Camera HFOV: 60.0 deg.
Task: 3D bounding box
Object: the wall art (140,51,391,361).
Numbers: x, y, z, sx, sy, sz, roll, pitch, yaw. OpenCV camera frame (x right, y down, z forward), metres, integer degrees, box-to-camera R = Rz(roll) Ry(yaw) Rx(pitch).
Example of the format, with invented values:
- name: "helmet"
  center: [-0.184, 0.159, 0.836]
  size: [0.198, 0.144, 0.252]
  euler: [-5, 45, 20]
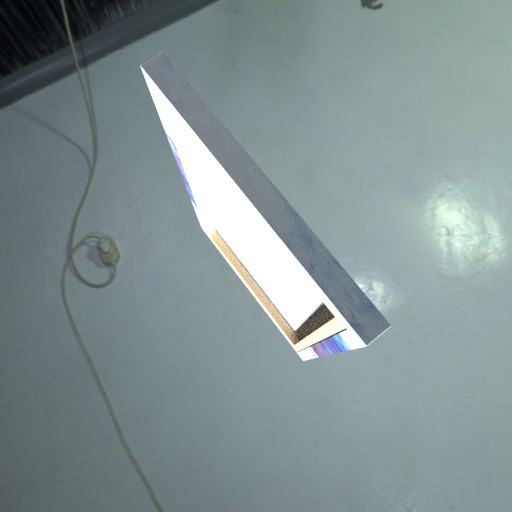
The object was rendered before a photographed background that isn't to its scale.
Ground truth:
- name: "wall art"
  center: [0.000, 0.000, 1.115]
  size: [0.048, 0.874, 0.583]
  euler: [-36, 78, -9]
